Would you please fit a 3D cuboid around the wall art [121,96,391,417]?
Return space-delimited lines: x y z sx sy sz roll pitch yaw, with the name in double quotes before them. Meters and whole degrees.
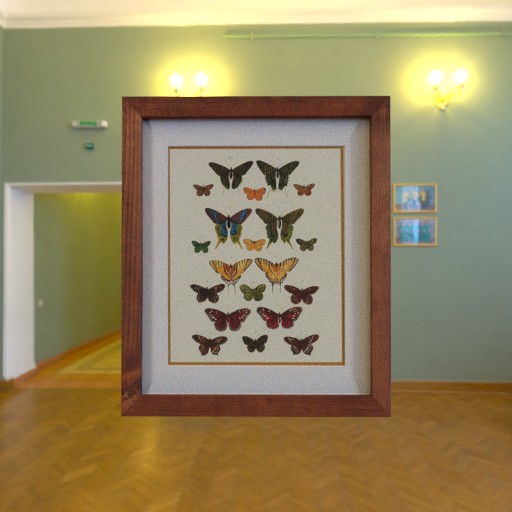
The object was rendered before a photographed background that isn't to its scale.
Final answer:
"wall art" 0.000 0.000 0.640 0.377 0.449 0.039 0 -1 0
